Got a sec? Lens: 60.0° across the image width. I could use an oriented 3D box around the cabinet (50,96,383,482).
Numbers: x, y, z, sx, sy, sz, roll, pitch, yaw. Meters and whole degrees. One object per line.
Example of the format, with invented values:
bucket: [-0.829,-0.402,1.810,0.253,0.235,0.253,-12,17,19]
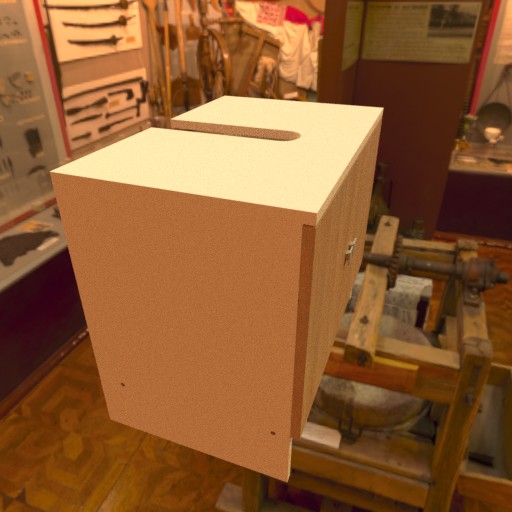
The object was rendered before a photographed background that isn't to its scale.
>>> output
cabinet: [0.000,0.000,0.942,0.400,0.522,0.600,11,32,18]
